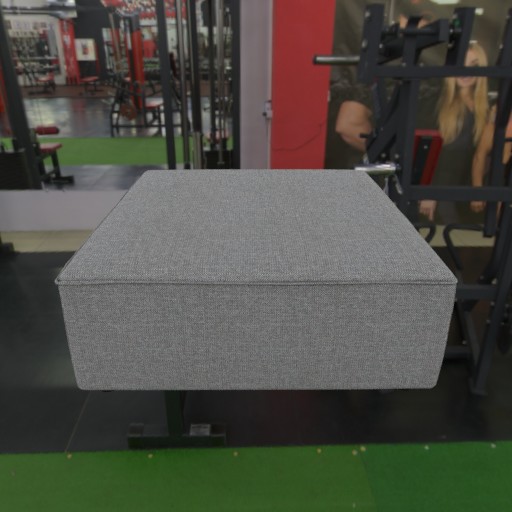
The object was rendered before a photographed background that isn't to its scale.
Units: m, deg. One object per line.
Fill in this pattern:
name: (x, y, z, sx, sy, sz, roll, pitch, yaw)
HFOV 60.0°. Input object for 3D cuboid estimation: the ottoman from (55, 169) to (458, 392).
ottoman: (0.000, 0.000, 1.602, 1.023, 0.423, 1.017, 0, 26, 0)
